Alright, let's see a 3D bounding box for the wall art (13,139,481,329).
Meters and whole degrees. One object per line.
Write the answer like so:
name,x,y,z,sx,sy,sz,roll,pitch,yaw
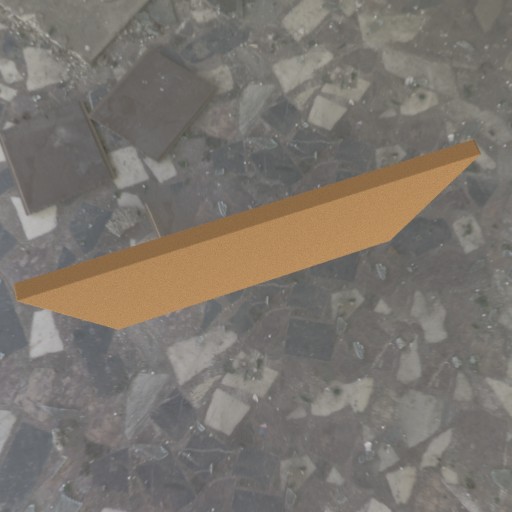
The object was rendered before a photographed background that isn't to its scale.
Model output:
wall art,0.000,0.000,1.128,0.915,0.608,0.033,-18,76,-4
